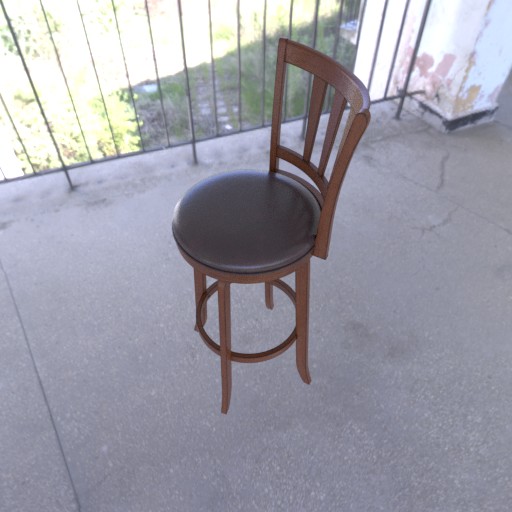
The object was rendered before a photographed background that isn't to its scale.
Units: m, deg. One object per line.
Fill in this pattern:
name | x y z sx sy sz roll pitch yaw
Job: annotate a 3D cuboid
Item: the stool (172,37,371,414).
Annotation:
stool | 0.000 0.000 1.450 0.503 1.177 0.464 -15 48 -14
